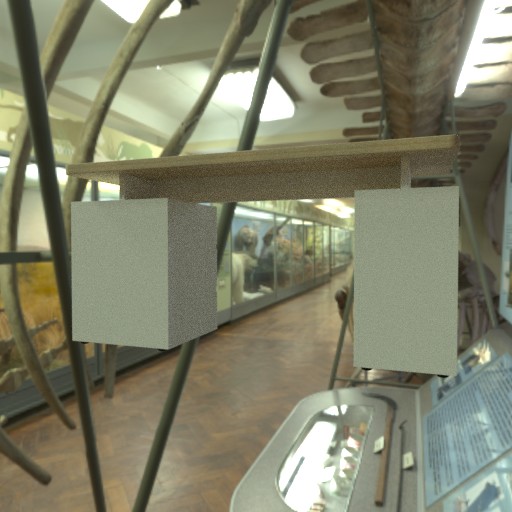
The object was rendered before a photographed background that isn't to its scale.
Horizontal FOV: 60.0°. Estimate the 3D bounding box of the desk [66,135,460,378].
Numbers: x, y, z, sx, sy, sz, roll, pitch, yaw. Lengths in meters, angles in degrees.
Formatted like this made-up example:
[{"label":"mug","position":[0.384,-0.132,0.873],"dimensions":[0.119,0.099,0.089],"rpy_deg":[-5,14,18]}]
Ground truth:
[{"label":"desk","position":[0.000,0.000,1.845],"dimensions":[1.500,0.755,0.550],"rpy_deg":[1,2,20]}]
